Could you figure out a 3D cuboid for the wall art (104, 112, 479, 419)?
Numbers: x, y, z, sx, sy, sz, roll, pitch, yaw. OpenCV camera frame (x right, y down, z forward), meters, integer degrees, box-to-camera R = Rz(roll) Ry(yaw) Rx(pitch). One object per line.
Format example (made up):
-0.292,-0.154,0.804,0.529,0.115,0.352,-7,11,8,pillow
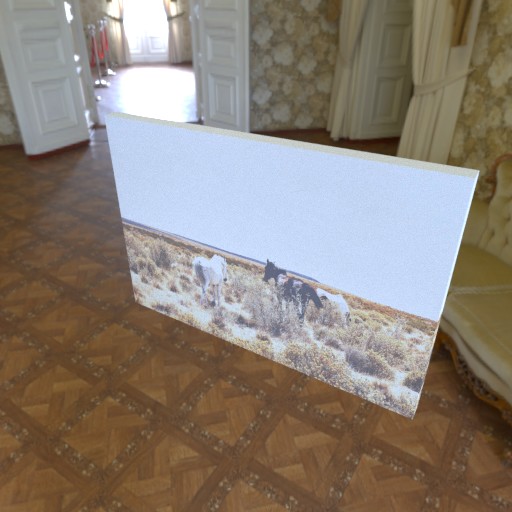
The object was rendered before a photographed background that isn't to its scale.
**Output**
0.000,0.000,1.139,0.914,0.610,0.050,17,34,27,wall art
